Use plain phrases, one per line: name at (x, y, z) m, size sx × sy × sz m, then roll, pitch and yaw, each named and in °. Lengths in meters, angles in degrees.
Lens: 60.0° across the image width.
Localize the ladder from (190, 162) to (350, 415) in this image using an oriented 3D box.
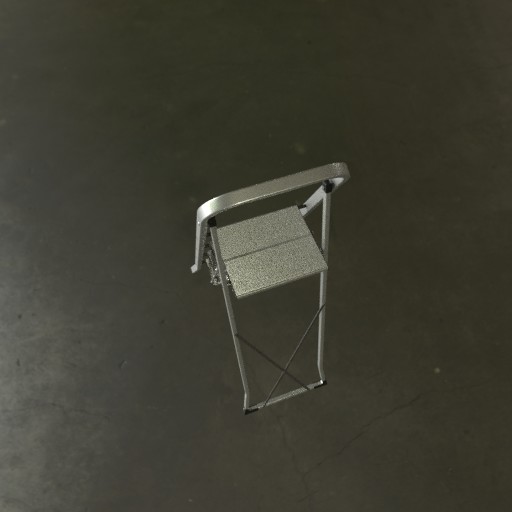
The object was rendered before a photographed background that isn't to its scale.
ladder at (0.000, 0.000, 1.696) m, size 0.465 × 1.290 × 0.830 m, roll -17°, pitch 61°, yaw -10°
